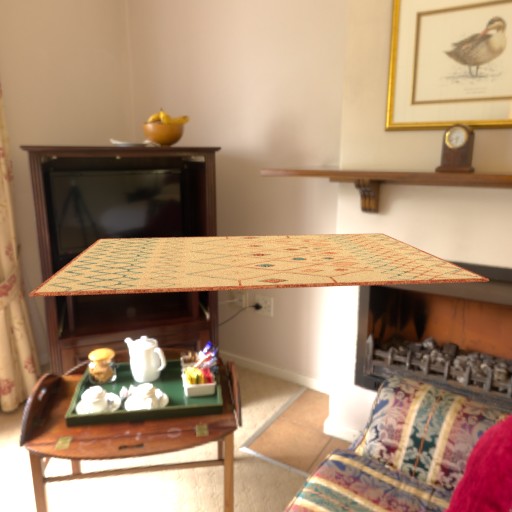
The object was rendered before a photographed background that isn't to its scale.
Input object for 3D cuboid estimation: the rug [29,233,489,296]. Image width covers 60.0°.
[{"bbox_3d":[0.000,0.000,3.064,2.438,0.015,1.524,-1,13,-6],"label":"rug"}]
